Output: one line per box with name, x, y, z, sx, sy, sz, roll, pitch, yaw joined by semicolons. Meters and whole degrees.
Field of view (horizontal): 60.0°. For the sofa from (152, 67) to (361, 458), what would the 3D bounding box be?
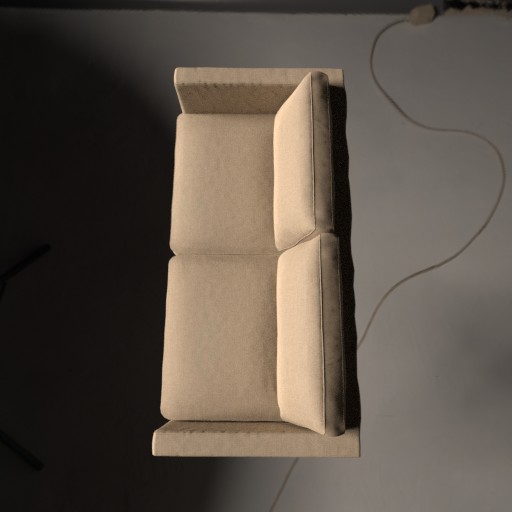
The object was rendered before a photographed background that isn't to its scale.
sofa;0.000;0.000;2.440;0.956;0.847;1.987;0;76;0
